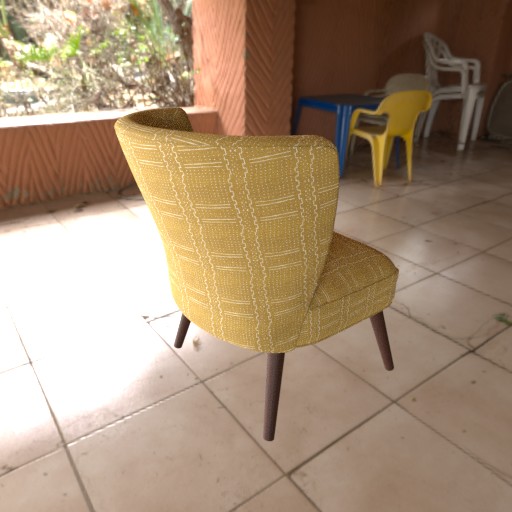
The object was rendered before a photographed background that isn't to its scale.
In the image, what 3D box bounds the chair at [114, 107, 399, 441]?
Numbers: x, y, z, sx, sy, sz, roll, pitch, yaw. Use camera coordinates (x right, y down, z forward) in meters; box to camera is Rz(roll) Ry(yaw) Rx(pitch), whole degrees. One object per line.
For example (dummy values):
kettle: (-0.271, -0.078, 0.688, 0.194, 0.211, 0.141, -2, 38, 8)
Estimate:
chair: (0.000, 0.000, 1.391, 0.758, 0.866, 0.706, -18, 31, -33)
